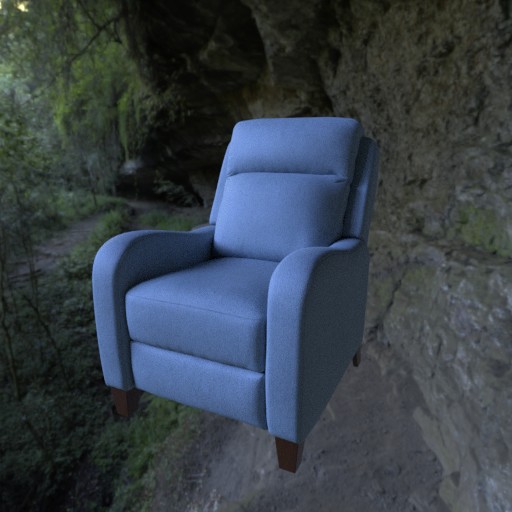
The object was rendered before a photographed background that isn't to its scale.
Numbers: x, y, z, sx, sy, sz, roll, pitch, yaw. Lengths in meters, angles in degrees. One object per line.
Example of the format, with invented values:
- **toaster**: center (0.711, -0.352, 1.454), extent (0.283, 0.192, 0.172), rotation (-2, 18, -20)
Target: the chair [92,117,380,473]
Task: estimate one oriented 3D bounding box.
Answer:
- **chair**: center (0.000, 0.000, 1.734), extent (0.785, 1.067, 0.988), rotation (7, 16, 25)
